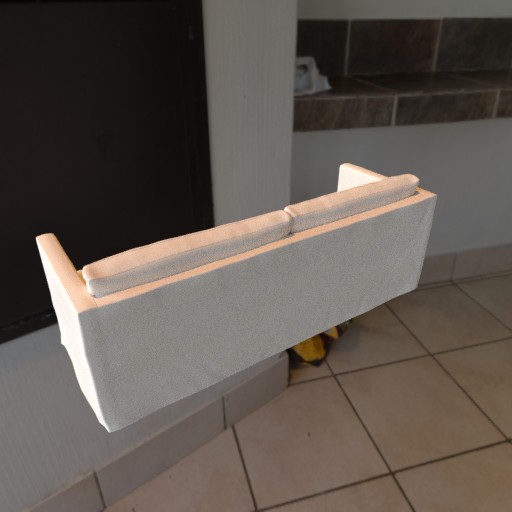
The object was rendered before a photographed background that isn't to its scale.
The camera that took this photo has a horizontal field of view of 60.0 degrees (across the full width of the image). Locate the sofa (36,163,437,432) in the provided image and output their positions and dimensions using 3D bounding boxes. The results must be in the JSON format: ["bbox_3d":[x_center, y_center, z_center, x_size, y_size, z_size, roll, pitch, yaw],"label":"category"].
[{"bbox_3d":[0.000,0.000,3.301,2.779,0.999,1.036,-18,34,-29],"label":"sofa"}]
